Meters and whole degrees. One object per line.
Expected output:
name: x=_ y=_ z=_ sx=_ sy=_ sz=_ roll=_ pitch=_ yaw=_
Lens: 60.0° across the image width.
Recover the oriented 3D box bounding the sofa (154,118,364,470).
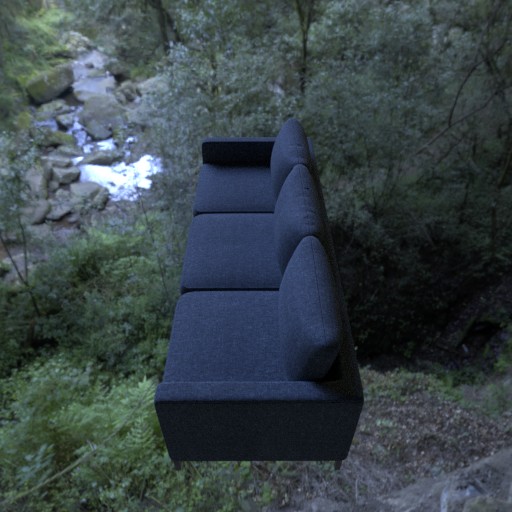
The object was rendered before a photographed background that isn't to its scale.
sofa: x=0.000 y=0.000 z=2.698 sx=0.859 sy=0.874 sz=2.218 roll=0 pitch=42 yaw=0
